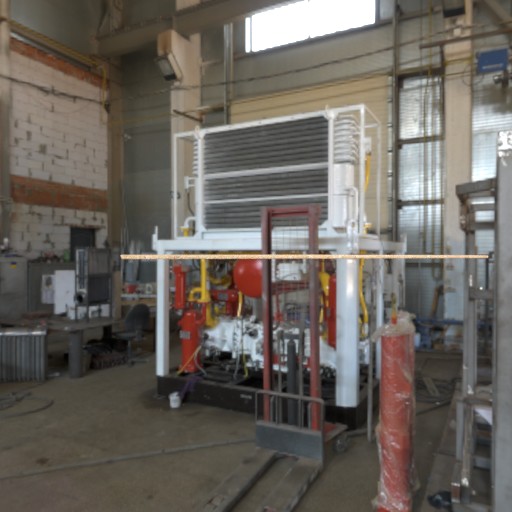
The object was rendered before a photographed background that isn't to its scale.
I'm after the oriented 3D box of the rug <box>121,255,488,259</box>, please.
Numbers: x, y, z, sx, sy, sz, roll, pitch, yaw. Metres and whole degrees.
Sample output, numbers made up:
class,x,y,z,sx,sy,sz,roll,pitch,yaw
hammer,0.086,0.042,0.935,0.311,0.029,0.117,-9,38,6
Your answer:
class,x,y,z,sx,sy,sz,roll,pitch,yaw
rug,0.000,0.000,4.152,2.420,0.019,3.039,0,0,-17
